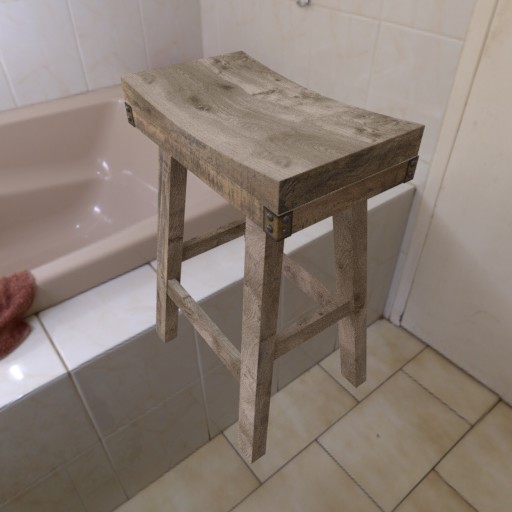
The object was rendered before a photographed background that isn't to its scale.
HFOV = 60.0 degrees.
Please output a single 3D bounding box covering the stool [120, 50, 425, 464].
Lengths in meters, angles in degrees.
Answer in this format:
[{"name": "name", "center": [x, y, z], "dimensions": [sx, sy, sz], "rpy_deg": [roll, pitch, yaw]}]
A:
[{"name": "stool", "center": [0.000, 0.000, 0.884], "dimensions": [0.330, 0.635, 0.450], "rpy_deg": [-25, 46, -27]}]
